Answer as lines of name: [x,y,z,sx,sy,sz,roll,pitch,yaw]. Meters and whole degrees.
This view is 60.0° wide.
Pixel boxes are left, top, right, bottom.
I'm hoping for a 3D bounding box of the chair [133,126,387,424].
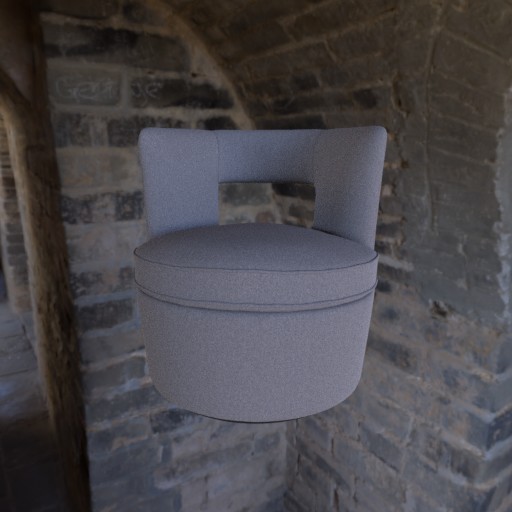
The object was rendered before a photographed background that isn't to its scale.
chair: [0.000,0.000,1.270,0.689,0.719,0.660,2,14,8]
